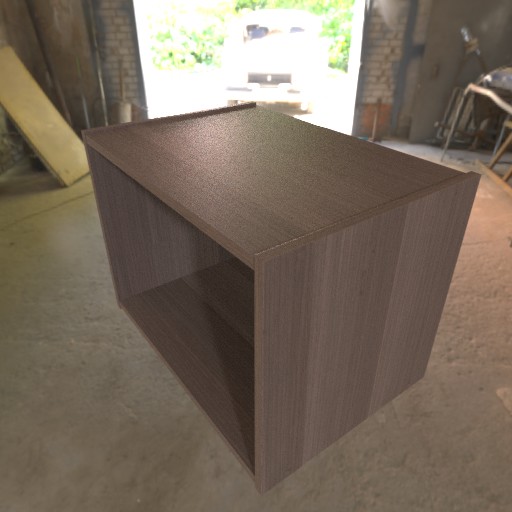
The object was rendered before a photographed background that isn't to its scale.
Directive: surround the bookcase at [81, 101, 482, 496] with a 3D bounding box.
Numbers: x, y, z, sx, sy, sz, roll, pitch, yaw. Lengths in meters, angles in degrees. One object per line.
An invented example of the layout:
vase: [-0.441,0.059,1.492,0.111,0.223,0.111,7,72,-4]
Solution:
bookcase: [0.000,0.000,0.619,0.290,0.305,0.415,-21,38,-30]
